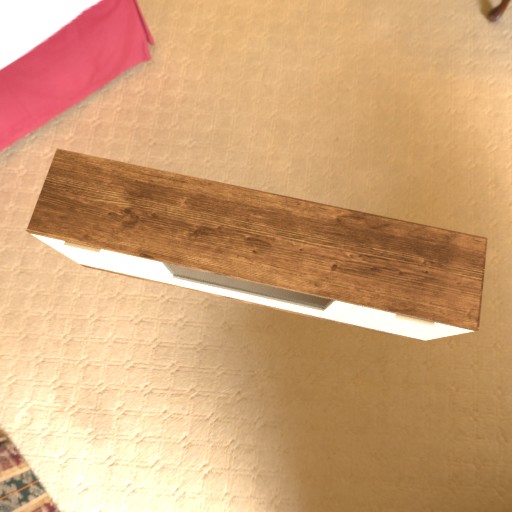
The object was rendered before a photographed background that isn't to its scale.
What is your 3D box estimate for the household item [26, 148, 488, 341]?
[{"bbox_3d":[0.000,0.000,2.060,1.800,0.615,0.390,12,76,3],"label":"household item"}]
